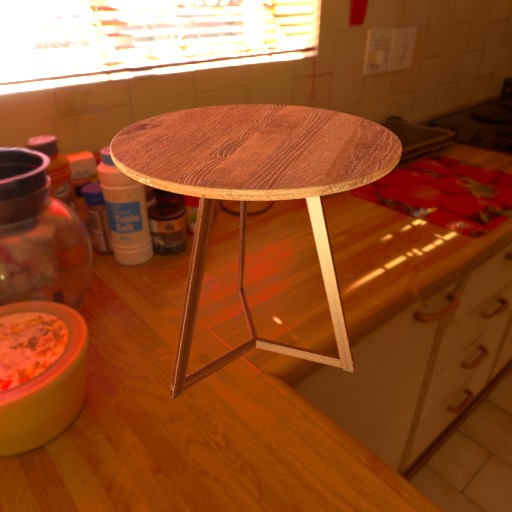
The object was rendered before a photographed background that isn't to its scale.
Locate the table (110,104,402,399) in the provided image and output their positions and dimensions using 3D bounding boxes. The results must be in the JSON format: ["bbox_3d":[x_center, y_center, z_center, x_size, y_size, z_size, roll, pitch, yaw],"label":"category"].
[{"bbox_3d":[0.000,0.000,0.916,0.500,0.500,0.500,0,31,0],"label":"table"}]
